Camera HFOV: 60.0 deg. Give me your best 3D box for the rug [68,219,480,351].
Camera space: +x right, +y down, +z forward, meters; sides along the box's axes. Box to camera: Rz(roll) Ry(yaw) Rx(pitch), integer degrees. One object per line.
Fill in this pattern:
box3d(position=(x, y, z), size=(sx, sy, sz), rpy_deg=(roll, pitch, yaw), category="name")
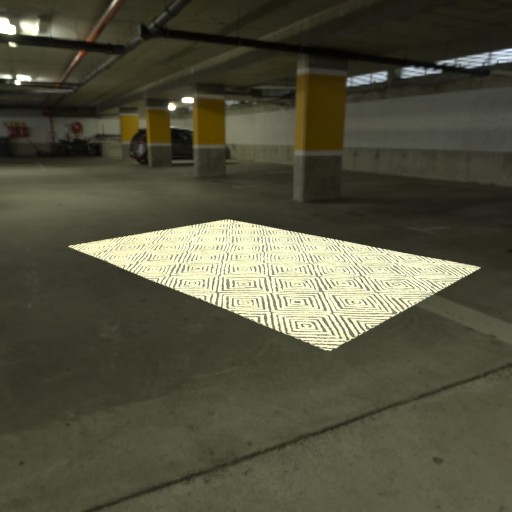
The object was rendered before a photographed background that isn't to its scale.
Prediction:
box3d(position=(0.000, 0.000, 2.230), size=(1.177, 0.004, 1.750), rpy_deg=(-14, 21, -43), category="rug")
